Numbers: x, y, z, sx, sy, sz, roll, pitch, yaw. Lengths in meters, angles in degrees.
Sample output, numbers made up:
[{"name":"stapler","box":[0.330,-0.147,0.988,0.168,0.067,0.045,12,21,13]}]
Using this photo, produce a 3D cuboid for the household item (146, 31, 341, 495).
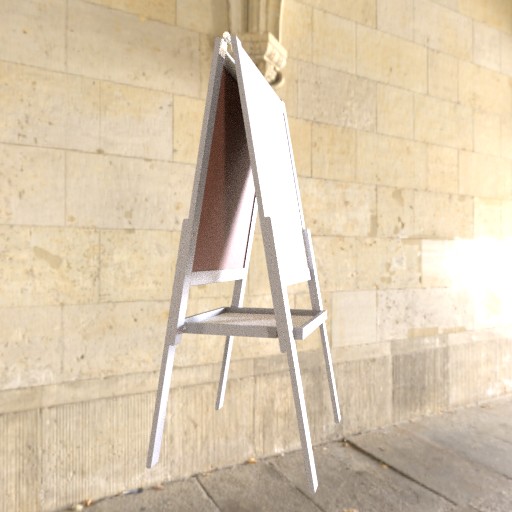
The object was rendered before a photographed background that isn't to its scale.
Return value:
[{"name":"household item","box":[0.000,0.000,1.408,0.469,1.172,0.531,0,0,17]}]
